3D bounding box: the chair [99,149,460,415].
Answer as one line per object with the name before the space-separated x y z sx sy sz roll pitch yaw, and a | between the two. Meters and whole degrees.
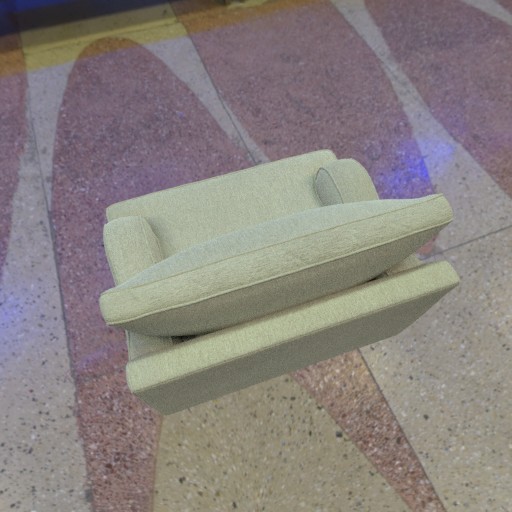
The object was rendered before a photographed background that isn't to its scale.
chair | 0.000 0.000 1.971 1.220 1.016 1.041 -17 59 -10
